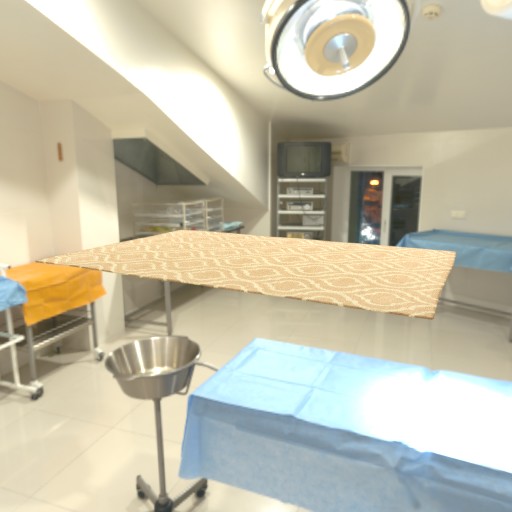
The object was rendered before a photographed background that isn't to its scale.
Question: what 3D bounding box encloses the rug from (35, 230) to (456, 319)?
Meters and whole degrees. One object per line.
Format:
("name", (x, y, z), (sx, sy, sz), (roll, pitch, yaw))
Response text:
("rug", (0.000, 0.000, 2.187), (1.761, 0.013, 1.152), (6, 13, 26))
